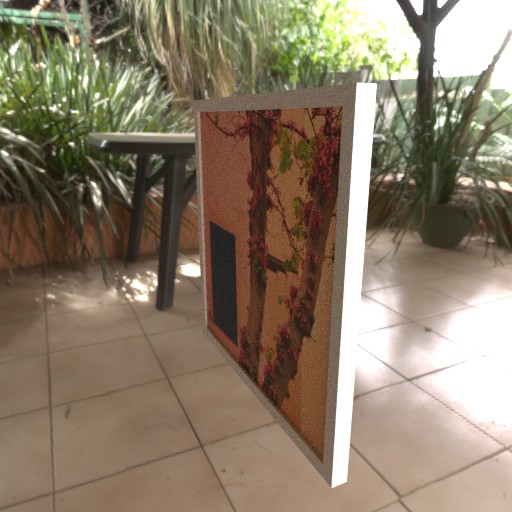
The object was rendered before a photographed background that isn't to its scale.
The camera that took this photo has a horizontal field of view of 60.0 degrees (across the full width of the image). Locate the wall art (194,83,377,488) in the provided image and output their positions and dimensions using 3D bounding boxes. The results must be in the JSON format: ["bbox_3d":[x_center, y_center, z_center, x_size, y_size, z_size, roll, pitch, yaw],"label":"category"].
[{"bbox_3d":[0.000,0.000,1.114,0.038,0.762,0.762,-8,19,-25],"label":"wall art"}]
